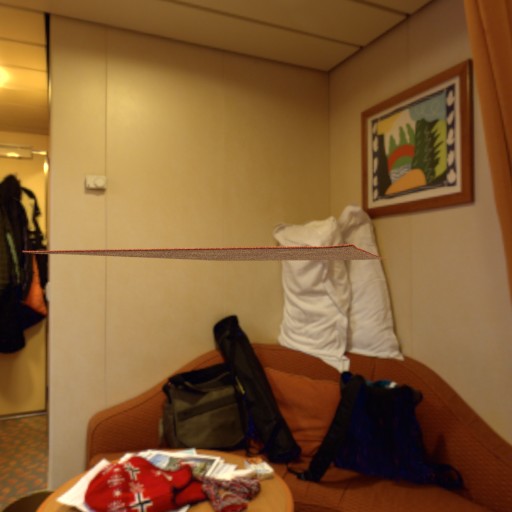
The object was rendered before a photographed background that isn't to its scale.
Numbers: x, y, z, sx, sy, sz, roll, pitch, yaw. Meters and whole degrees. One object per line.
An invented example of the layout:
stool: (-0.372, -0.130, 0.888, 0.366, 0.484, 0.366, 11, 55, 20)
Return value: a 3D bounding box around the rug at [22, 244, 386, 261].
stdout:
rug: (0.000, 0.000, 2.885, 1.521, 0.026, 2.286, -1, -2, 19)
